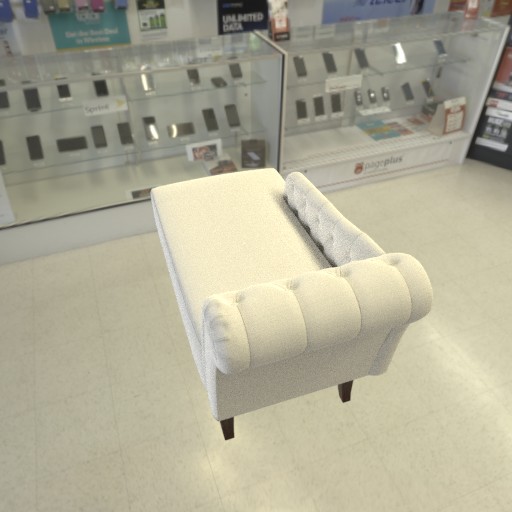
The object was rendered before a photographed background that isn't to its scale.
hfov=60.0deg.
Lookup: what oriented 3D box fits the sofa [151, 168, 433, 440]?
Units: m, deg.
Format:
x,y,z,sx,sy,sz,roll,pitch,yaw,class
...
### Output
x,y,z,sx,sy,sz,roll,pitch,yaw,class
0.000,0.000,1.805,0.675,0.787,1.379,-12,42,-14,sofa
